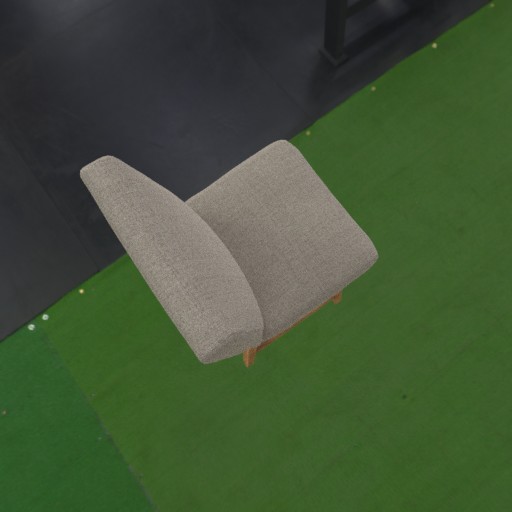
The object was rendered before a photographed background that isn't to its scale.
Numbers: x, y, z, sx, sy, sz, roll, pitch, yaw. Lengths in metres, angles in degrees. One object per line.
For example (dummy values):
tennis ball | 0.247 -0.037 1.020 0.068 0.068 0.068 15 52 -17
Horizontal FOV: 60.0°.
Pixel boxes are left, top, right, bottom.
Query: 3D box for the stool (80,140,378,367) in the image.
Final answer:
stool | 0.000 0.000 1.290 0.526 1.010 0.459 -34 77 -9
